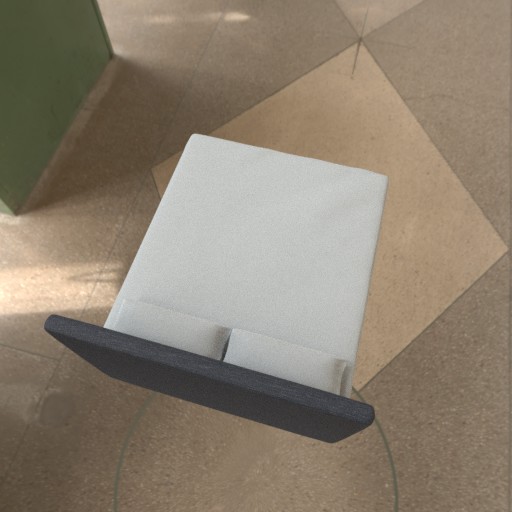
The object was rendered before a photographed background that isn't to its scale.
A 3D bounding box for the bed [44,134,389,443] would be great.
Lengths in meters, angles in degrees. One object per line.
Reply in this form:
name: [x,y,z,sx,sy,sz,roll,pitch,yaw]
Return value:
bed: [0.000,0.000,3.313,1.884,1.330,2.142,14,64,7]
